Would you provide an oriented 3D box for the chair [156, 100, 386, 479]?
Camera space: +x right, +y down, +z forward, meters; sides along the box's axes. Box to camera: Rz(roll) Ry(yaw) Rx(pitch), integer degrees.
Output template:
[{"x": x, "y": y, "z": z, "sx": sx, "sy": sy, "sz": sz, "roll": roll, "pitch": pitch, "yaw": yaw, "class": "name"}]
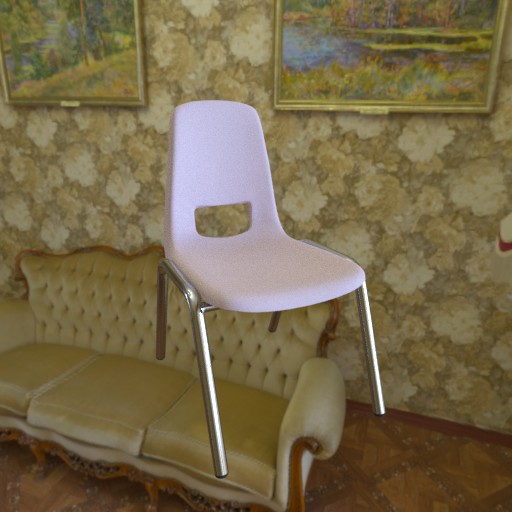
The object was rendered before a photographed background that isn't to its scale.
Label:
[{"x": 0.000, "y": 0.000, "z": 0.869, "sx": 0.354, "sy": 0.586, "sz": 0.423, "roll": -9, "pitch": 20, "yaw": -26, "class": "chair"}]
